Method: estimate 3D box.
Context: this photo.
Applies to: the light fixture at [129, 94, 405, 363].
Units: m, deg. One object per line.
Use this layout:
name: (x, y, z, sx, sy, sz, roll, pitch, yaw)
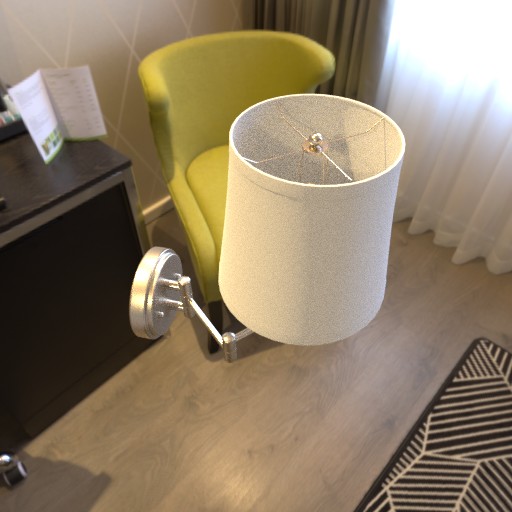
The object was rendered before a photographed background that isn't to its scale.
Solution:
light fixture: (0.000, 0.000, 0.594, 0.348, 0.381, 0.223, 9, 46, 8)
